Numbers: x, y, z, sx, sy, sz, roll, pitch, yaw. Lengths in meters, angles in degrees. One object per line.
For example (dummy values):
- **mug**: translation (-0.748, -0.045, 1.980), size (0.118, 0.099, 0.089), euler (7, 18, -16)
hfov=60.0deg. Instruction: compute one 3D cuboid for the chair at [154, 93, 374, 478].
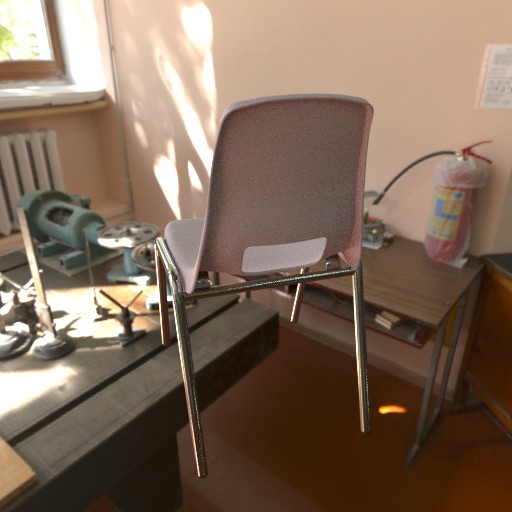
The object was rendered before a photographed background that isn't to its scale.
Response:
- **chair**: translation (0.000, 0.000, 0.896), size (0.381, 0.653, 0.436), euler (-8, 26, -16)
